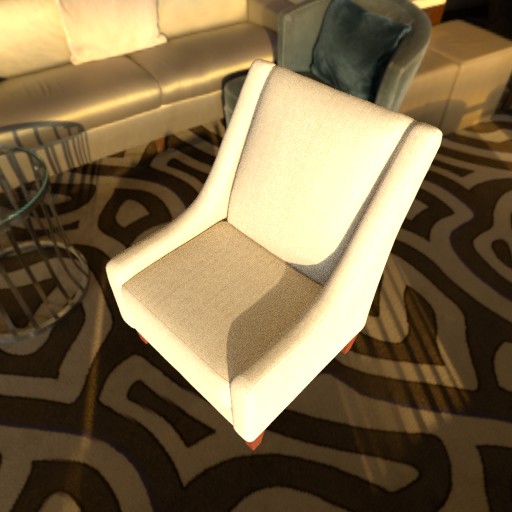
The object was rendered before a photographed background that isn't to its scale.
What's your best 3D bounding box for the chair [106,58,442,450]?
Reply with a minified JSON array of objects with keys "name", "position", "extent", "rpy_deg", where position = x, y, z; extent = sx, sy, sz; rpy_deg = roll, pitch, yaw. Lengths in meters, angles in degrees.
[{"name":"chair","position":[0.000,0.000,1.636],"extent":[0.774,1.014,0.870],"rpy_deg":[35,55,29]}]
